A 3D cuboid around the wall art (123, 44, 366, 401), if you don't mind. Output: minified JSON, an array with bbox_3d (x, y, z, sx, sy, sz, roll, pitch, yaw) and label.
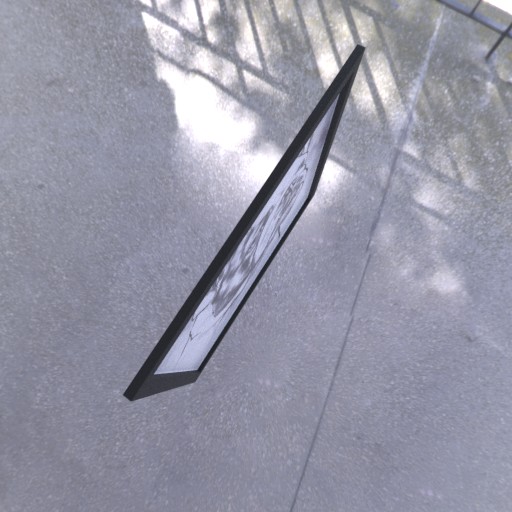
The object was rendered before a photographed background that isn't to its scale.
[{"bbox_3d":[0.000,0.000,0.989,0.016,0.659,0.663,31,78,7],"label":"wall art"}]
